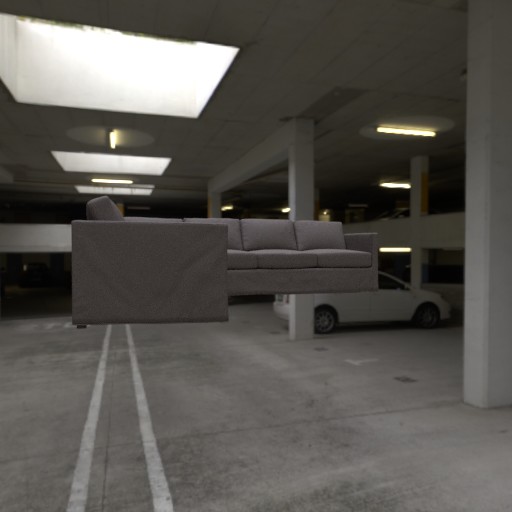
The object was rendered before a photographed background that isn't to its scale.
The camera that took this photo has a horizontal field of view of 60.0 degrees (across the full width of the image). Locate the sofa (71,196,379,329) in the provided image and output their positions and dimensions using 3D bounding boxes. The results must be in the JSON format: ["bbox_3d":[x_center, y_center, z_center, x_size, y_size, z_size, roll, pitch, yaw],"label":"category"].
[{"bbox_3d":[0.000,0.000,4.384,3.182,0.871,2.432,0,1,-18],"label":"sofa"}]
